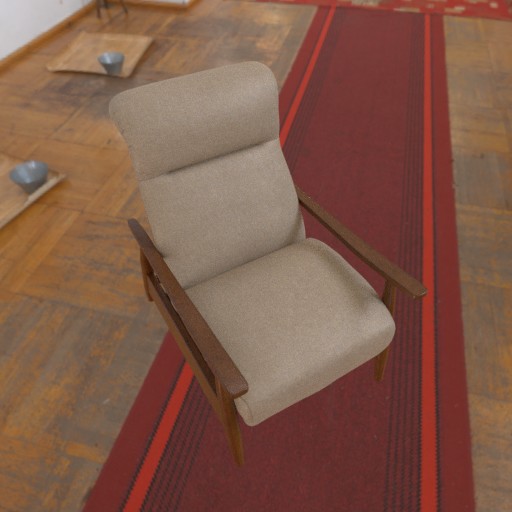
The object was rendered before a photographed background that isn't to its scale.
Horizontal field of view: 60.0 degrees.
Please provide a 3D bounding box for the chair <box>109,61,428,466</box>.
[{"bbox_3d":[0.000,0.000,1.735,0.762,1.082,1.030,-23,50,-21],"label":"chair"}]
